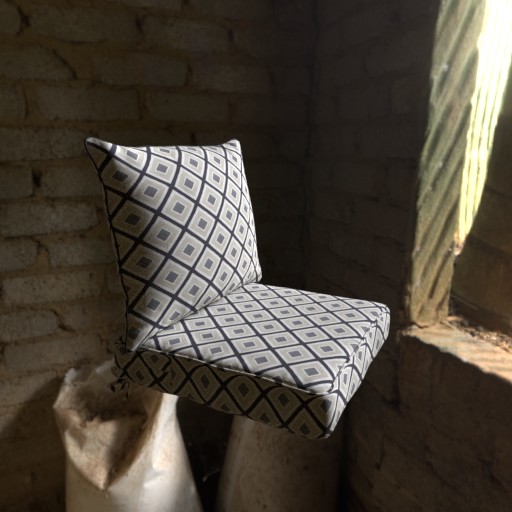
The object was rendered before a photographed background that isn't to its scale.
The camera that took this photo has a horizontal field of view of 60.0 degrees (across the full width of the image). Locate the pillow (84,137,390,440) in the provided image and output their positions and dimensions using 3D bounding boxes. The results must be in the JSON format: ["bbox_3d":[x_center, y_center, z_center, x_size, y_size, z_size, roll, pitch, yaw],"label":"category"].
[{"bbox_3d":[0.000,0.000,1.386,0.733,0.722,0.798,7,16,27],"label":"pillow"}]
